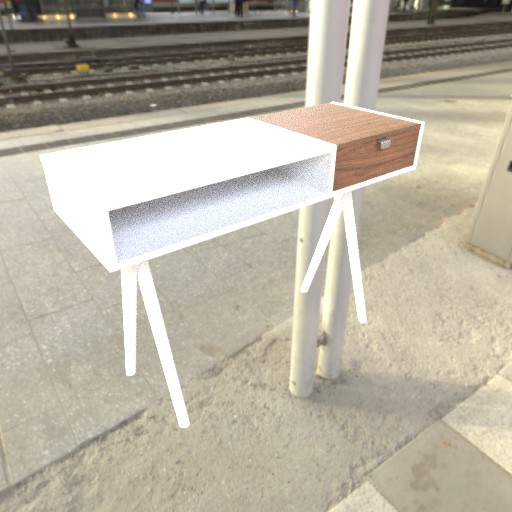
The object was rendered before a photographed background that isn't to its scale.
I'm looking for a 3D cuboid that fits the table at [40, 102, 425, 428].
[{"bbox_3d":[0.000,0.000,1.462,1.066,0.785,0.418,-21,36,-32],"label":"table"}]
